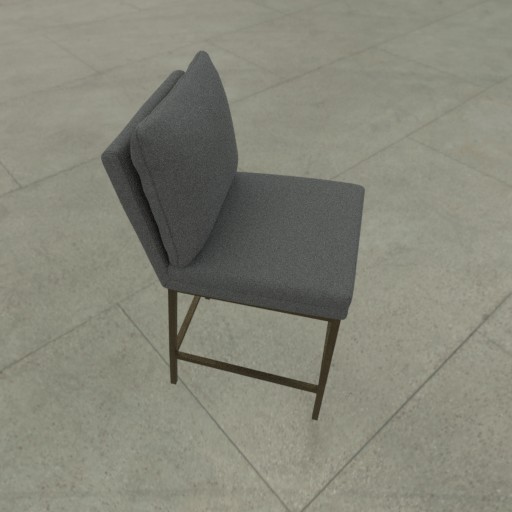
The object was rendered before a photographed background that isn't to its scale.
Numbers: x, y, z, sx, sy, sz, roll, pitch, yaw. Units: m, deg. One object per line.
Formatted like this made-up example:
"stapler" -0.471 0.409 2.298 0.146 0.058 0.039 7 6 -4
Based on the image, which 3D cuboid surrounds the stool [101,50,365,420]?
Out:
"stool" 0.000 0.000 1.327 0.569 1.030 0.463 10 47 9
